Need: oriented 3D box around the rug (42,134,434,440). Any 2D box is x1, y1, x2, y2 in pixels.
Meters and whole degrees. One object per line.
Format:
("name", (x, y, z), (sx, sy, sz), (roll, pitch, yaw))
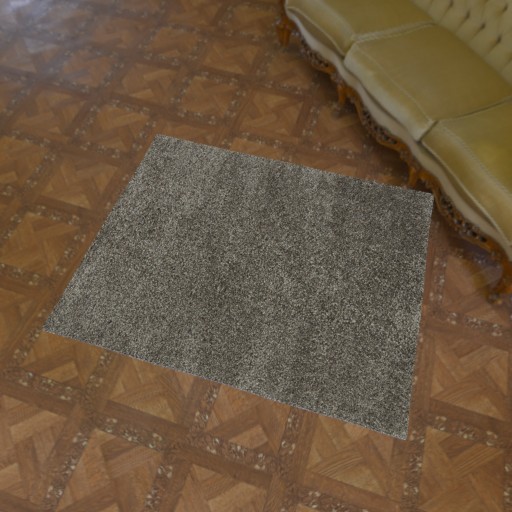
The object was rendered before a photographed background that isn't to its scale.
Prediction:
("rug", (0.000, 0.000, 4.056), (3.000, 0.025, 2.401), (14, 59, 9))
